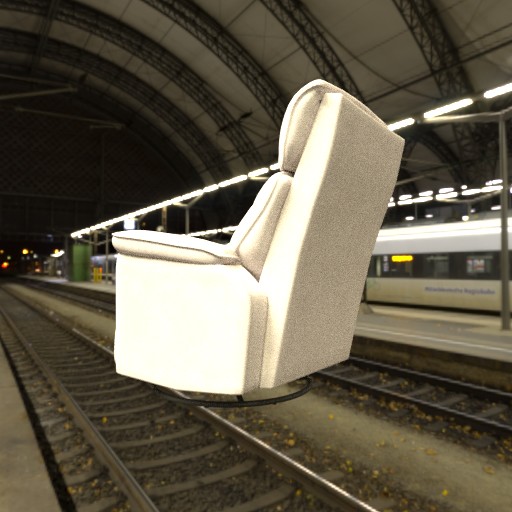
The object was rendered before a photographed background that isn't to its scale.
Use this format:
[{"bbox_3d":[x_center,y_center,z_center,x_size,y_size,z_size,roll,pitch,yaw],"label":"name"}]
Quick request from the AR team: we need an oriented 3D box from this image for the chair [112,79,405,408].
[{"bbox_3d":[0.000,0.000,1.745,1.001,1.039,0.820,-1,-2,36],"label":"chair"}]
